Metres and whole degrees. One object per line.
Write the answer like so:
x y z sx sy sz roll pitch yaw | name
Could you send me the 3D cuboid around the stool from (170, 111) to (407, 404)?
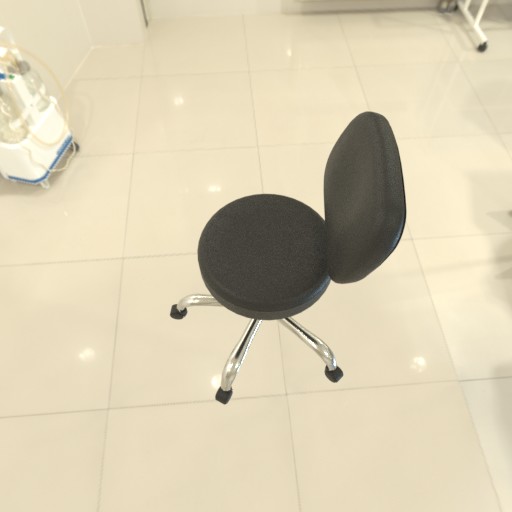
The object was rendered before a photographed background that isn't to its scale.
0.000 0.000 1.331 0.648 0.862 0.673 2 57 1 | stool
